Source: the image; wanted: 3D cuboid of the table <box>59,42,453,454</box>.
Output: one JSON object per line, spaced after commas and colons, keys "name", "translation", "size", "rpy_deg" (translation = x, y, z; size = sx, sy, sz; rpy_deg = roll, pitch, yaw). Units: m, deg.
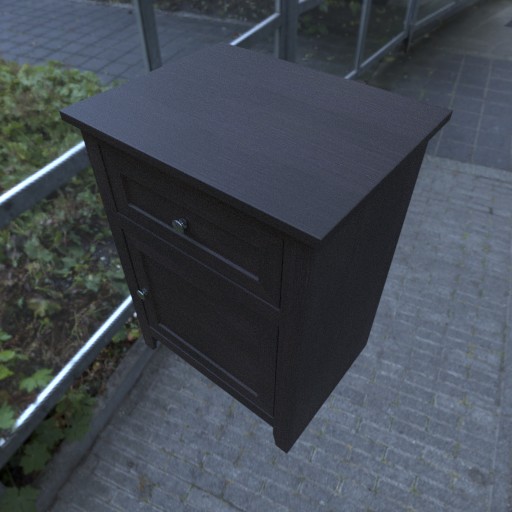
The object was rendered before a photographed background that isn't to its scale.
{"name": "table", "translation": [0.000, 0.000, 0.910], "size": [0.480, 0.635, 0.381], "rpy_deg": [29, 51, 26]}
